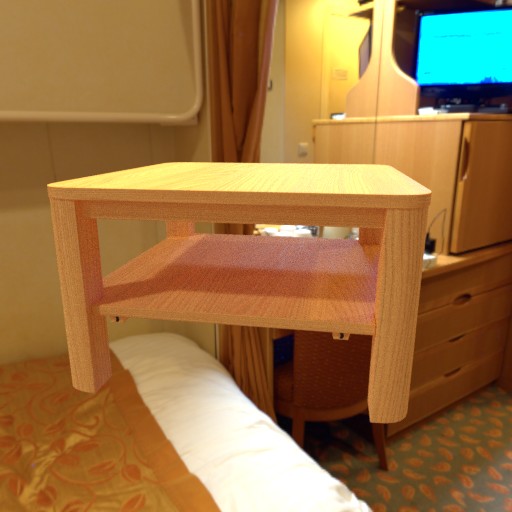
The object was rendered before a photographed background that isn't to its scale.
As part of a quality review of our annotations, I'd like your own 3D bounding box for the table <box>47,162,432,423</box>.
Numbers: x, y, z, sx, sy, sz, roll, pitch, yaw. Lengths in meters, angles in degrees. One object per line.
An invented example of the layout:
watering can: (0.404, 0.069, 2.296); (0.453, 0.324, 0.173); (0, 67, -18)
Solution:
table: (0.000, 0.000, 1.215); (0.750, 0.450, 0.750); (3, 16, 9)
